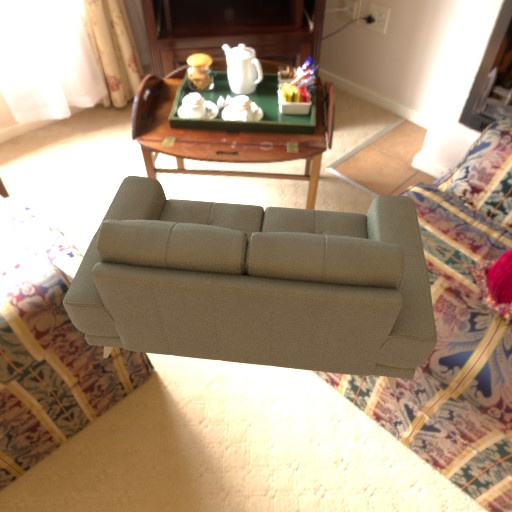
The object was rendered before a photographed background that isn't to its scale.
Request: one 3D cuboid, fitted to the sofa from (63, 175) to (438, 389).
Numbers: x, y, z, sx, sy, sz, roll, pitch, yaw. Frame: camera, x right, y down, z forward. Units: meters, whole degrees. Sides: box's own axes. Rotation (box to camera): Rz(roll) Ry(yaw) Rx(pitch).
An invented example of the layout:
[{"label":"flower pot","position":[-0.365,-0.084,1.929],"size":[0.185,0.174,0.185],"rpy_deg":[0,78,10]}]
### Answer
[{"label":"sofa","position":[0.000,0.000,2.435],"size":[1.806,0.907,1.018],"rpy_deg":[5,48,5]}]
